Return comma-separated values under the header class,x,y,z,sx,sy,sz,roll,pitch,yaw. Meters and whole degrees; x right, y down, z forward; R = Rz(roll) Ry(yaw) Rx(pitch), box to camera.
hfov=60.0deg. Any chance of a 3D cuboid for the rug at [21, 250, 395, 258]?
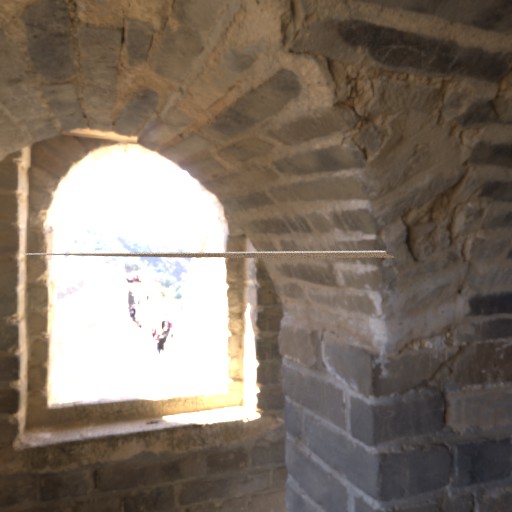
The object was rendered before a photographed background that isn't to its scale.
class,x,y,z,sx,sy,sz,roll,pitch,yaw
rug,0.000,0.000,4.029,2.380,0.008,2.977,0,-1,18
